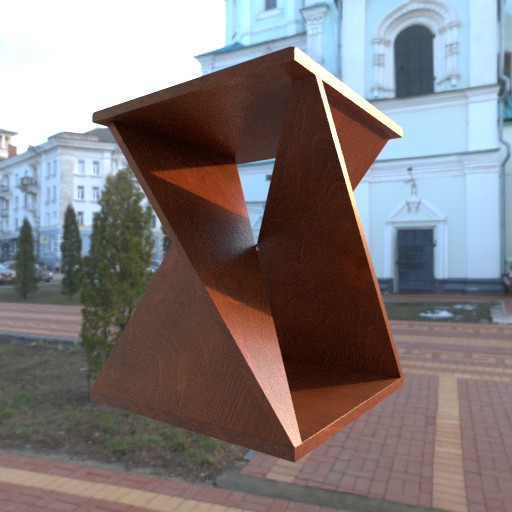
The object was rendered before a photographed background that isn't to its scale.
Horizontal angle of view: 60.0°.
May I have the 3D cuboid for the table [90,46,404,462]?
[{"bbox_3d":[0.000,0.000,0.849,0.427,0.520,0.427,-1,-1,36],"label":"table"}]
